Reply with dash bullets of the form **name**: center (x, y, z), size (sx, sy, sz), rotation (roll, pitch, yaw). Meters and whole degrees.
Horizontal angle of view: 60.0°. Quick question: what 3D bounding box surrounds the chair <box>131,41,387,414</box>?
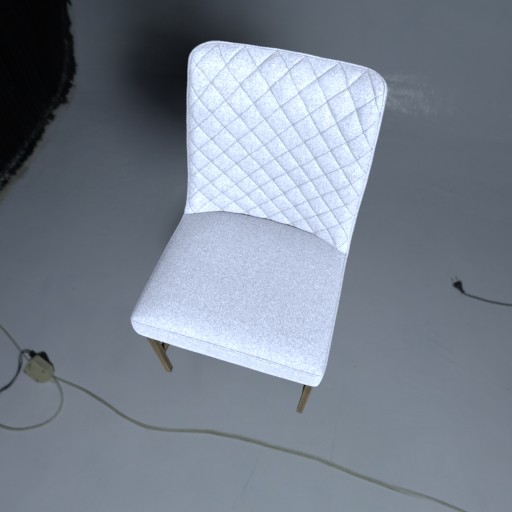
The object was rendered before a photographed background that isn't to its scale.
- **chair**: center (0.000, 0.000, 1.232), size (0.508, 0.889, 0.587), rotation (15, 60, 9)
